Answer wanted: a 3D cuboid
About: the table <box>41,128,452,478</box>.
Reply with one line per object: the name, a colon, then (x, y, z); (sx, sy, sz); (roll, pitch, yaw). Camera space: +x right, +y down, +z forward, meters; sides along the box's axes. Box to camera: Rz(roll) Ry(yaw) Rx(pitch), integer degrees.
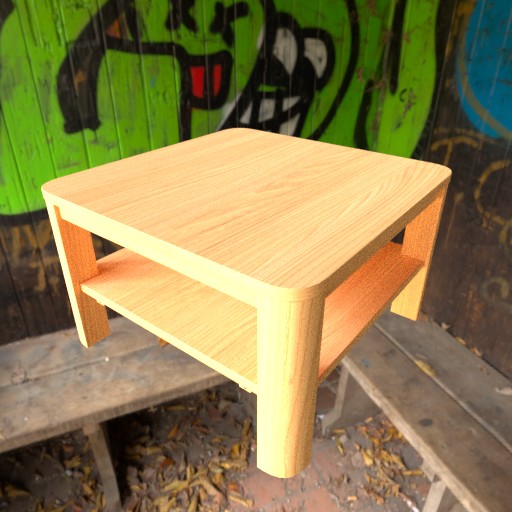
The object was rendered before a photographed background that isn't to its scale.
table: (0.000, 0.000, 1.202); (0.750, 0.450, 0.750); (21, 35, 32)
